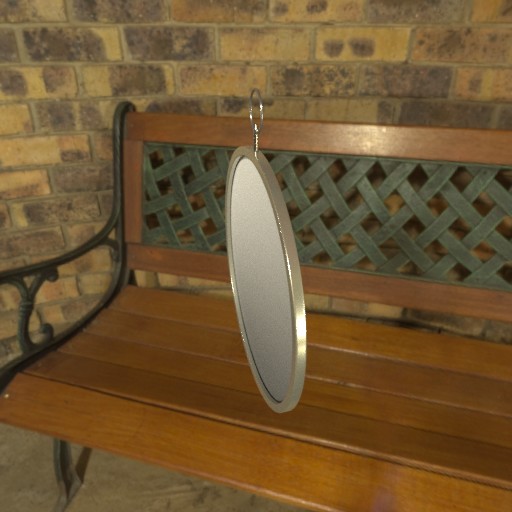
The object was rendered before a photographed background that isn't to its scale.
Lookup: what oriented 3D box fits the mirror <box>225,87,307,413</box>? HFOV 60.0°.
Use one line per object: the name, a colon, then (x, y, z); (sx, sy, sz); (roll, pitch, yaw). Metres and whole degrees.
mirror: (0.000, 0.000, 0.993); (0.020, 0.713, 0.594); (-8, 31, -13)
